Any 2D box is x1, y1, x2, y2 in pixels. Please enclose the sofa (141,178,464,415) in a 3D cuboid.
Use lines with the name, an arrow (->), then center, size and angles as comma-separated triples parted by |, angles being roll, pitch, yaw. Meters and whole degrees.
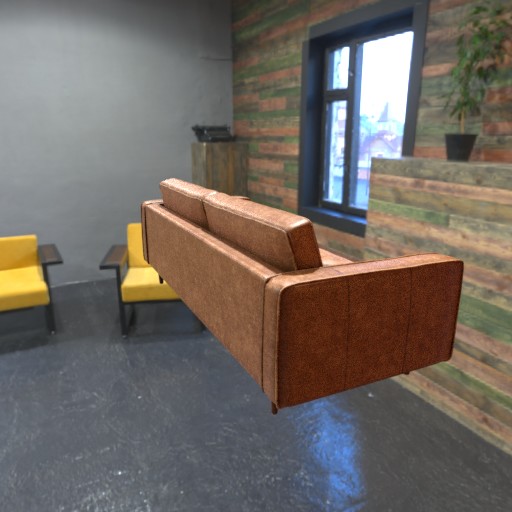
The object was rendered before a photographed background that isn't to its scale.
sofa -> 0.000, 0.000, 2.601 | 0.886, 0.779, 2.199 | -7, 17, -25
